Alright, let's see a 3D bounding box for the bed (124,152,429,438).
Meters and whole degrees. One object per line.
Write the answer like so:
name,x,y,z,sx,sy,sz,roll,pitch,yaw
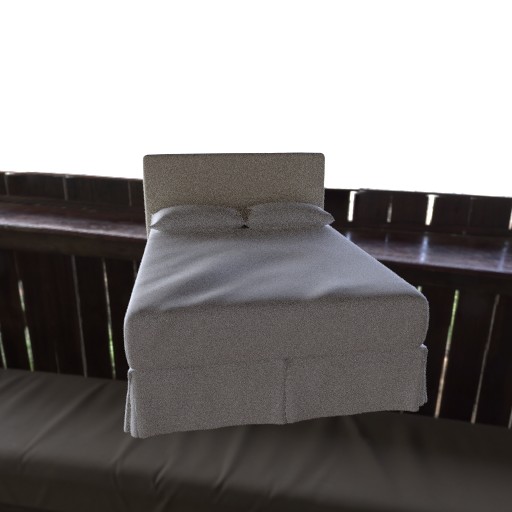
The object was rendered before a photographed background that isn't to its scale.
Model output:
bed,0.000,0.000,3.223,1.714,1.330,2.147,-3,17,-8
